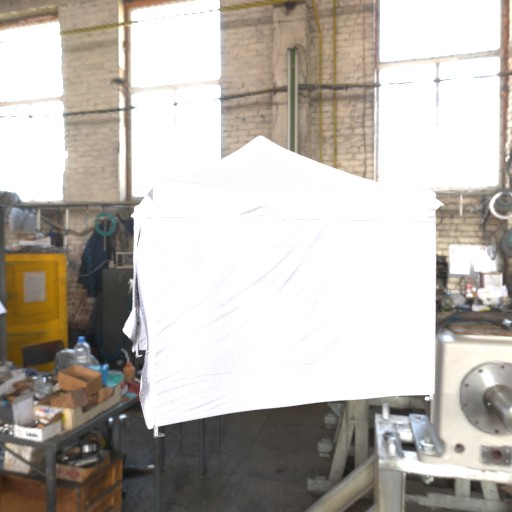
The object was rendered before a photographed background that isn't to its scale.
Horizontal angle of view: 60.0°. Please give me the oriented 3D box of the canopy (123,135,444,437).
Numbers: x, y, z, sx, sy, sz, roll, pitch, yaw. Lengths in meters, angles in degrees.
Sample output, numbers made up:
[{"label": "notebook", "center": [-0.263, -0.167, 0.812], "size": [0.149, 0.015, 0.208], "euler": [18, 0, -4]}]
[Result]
[{"label": "canopy", "center": [0.000, 0.000, 5.517], "size": [3.121, 2.997, 3.043], "euler": [-1, 2, -18]}]
